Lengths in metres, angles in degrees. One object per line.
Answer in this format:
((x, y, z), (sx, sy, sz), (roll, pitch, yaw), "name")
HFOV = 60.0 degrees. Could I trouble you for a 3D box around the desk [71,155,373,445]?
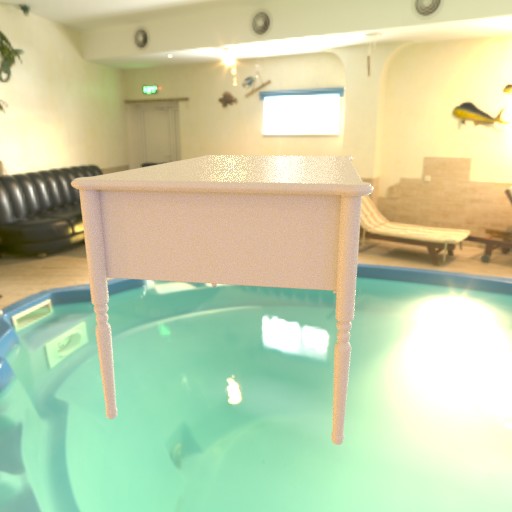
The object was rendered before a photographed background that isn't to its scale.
((0.000, 0.000, 1.868), (0.807, 0.762, 1.380), (3, 16, 9), "desk")
